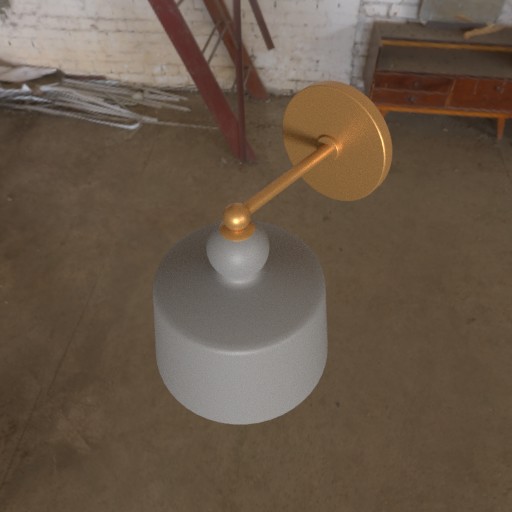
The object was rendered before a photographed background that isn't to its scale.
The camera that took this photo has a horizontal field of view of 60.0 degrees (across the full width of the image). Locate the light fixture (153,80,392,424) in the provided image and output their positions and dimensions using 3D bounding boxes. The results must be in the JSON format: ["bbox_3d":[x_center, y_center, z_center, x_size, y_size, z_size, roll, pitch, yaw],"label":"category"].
[{"bbox_3d":[0.000,0.000,0.447,0.204,0.268,0.254,33,56,26],"label":"light fixture"}]
